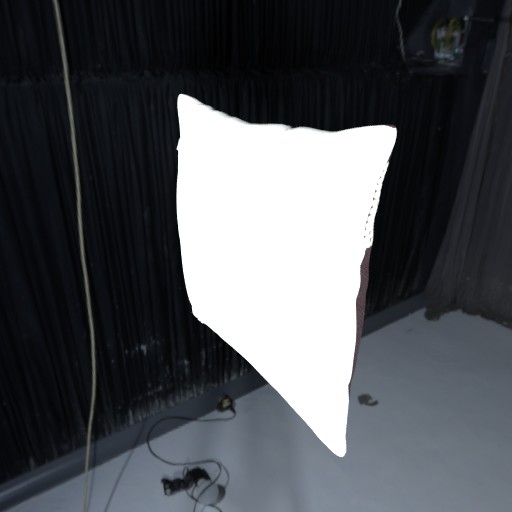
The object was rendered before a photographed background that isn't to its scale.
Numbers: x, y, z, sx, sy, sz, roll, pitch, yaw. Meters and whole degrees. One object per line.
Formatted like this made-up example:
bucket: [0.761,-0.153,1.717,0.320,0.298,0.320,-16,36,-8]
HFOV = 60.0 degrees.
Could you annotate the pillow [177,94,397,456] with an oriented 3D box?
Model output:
pillow: [0.000,0.000,0.723,0.178,0.473,0.475,-17,31,-32]
